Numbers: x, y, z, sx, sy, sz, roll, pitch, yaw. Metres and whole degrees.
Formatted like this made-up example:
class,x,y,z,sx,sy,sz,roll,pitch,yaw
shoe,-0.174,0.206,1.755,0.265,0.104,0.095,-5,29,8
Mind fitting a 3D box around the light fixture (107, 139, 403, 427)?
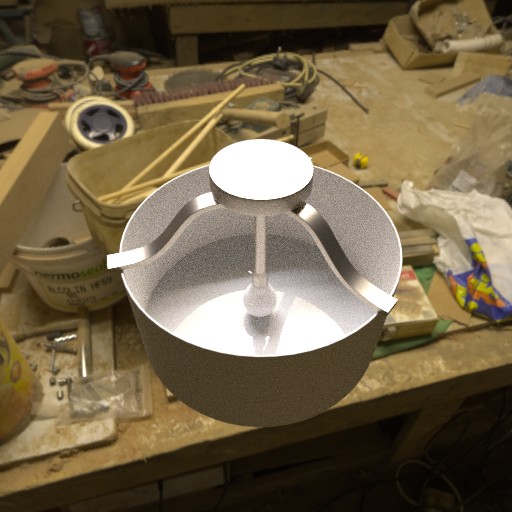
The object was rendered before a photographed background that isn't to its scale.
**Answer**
class,x,y,z,sx,sy,sz,roll,pitch,yaw
light fixture,0.000,0.000,0.637,0.395,0.304,0.395,0,46,0
